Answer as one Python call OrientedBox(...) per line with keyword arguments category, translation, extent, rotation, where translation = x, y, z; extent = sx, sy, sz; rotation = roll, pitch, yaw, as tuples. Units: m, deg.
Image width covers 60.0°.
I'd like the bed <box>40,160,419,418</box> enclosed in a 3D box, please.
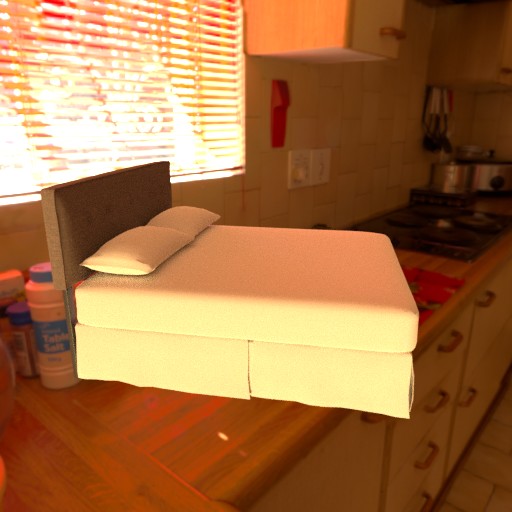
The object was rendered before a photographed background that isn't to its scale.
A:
OrientedBox(category="bed", translation=(0.000, 0.000, 2.919), extent=(1.894, 1.089, 1.610), rotation=(3, 18, 10))
